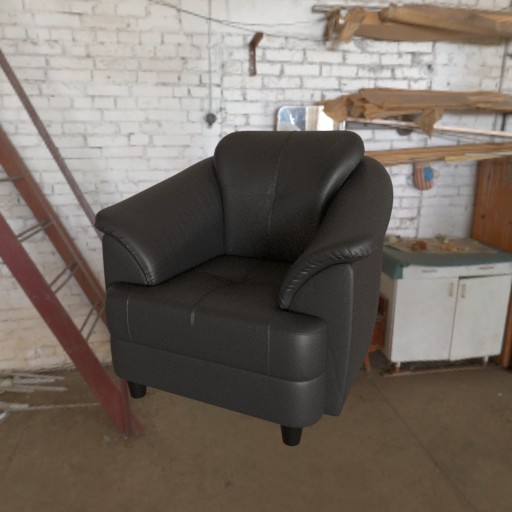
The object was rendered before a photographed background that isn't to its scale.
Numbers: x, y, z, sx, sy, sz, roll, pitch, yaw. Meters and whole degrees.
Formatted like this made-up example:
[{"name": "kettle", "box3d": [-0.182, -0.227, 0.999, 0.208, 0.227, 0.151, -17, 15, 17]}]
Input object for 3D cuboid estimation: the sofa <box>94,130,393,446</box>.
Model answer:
[{"name": "sofa", "box3d": [0.000, 0.000, 1.478, 0.870, 0.811, 0.794, 7, 17, 24]}]
